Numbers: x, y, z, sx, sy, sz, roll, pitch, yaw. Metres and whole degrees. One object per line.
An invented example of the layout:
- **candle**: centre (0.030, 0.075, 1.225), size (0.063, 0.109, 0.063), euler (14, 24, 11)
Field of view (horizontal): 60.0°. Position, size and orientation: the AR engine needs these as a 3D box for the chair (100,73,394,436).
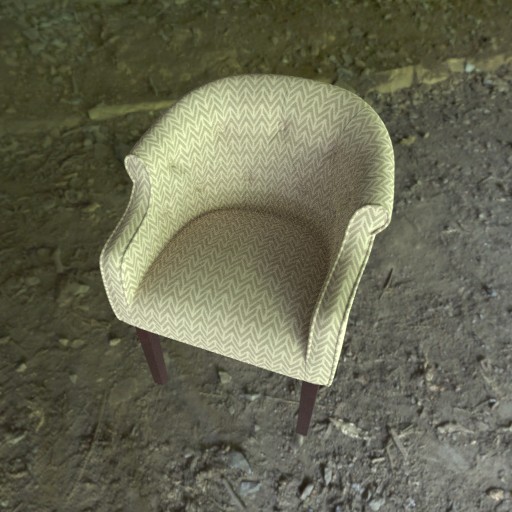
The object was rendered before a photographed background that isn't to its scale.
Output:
- **chair**: centre (0.000, 0.000, 1.297), size (0.686, 0.858, 0.613), euler (14, 44, 15)
